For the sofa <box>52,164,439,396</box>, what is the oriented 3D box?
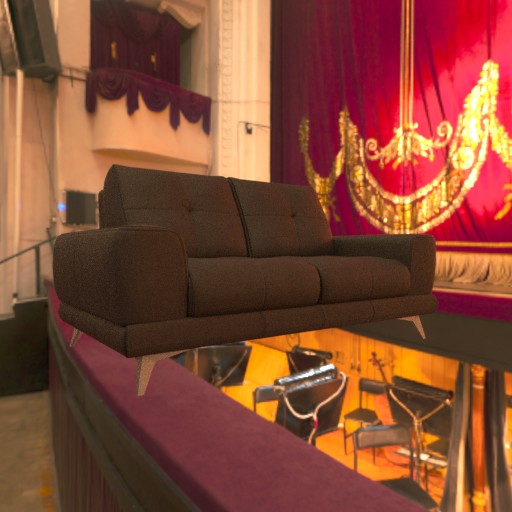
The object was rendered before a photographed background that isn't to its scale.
[{"bbox_3d":[0.000,0.000,2.316,1.806,0.907,1.018,-1,1,-36],"label":"sofa"}]
